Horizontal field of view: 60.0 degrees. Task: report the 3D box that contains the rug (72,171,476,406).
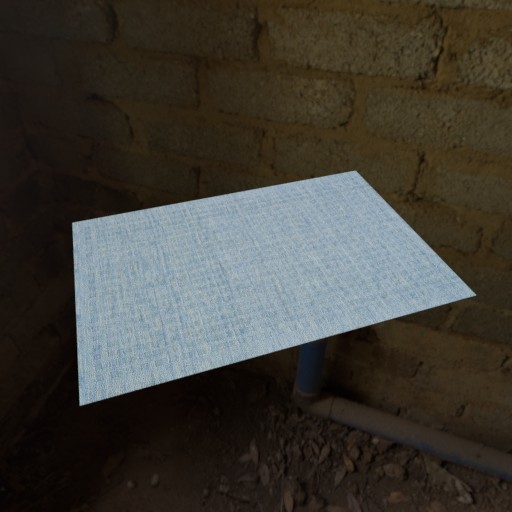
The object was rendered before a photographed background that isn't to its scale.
[{"bbox_3d":[0.000,0.000,2.934,2.286,0.006,1.522,-13,43,-14],"label":"rug"}]
